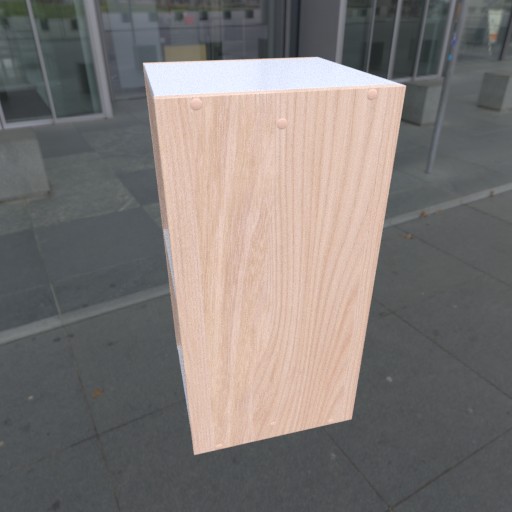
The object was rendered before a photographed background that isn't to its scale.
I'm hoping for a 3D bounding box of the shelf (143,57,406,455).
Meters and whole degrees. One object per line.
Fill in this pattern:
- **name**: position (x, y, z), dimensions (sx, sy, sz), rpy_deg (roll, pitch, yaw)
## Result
- **shelf**: position (0.000, 0.000, 0.769), dimensions (0.297, 0.594, 0.290), rpy_deg (-8, 32, -13)
